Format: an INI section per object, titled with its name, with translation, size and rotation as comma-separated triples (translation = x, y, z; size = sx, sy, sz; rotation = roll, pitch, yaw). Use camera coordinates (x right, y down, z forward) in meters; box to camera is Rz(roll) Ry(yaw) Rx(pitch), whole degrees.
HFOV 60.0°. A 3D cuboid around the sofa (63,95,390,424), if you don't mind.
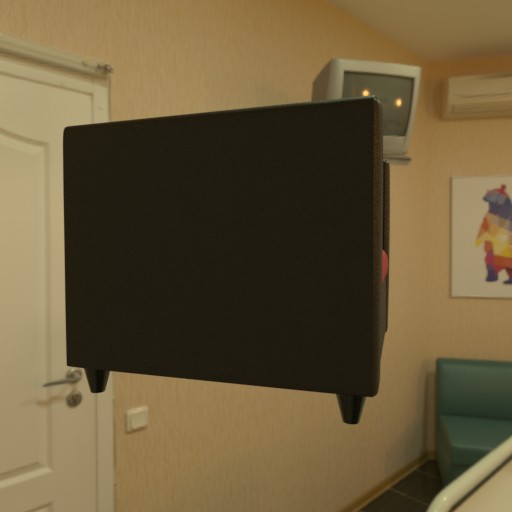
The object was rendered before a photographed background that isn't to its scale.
[sofa]
translation = 0.000, 0.000, 1.427
size = 0.809, 0.724, 0.839
rotation = 0, 1, 18
